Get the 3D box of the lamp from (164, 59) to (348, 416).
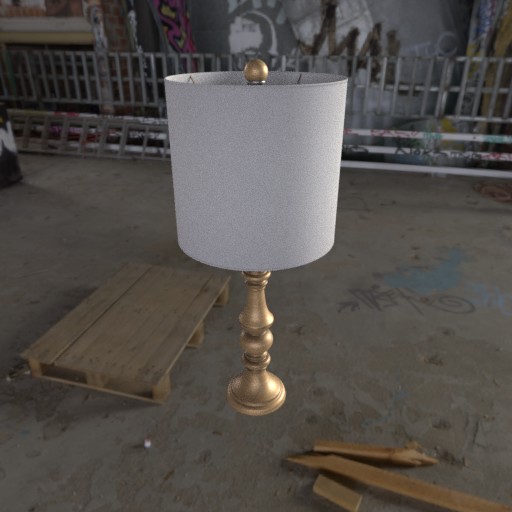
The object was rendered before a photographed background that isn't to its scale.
[{"bbox_3d":[0.000,0.000,0.735,0.250,0.597,0.250,17,31,31],"label":"lamp"}]
